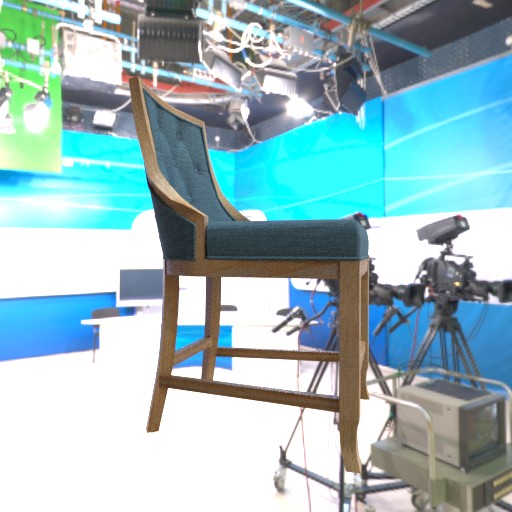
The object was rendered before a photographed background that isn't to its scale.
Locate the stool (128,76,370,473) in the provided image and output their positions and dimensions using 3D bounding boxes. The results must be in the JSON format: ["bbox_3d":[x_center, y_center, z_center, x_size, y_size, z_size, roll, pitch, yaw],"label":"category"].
[{"bbox_3d":[0.000,0.000,1.289,0.626,0.938,0.524,0,1,16],"label":"stool"}]
